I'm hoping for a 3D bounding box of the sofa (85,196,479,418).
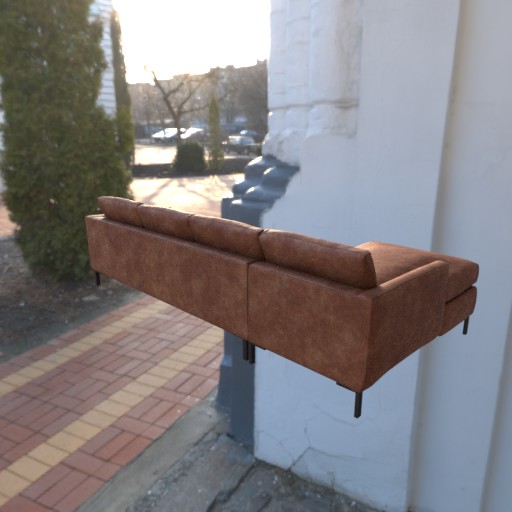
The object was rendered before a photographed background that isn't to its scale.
[{"bbox_3d":[0.000,0.000,3.594,1.471,0.859,2.993,-15,22,-43],"label":"sofa"}]
